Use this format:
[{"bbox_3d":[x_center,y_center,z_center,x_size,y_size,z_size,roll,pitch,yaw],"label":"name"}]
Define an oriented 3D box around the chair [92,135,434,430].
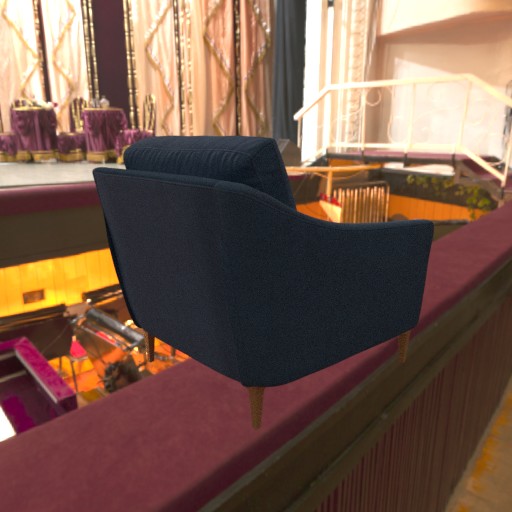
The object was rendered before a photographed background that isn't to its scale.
[{"bbox_3d":[0.000,0.000,1.715,0.987,0.899,0.961,15,21,43],"label":"chair"}]
